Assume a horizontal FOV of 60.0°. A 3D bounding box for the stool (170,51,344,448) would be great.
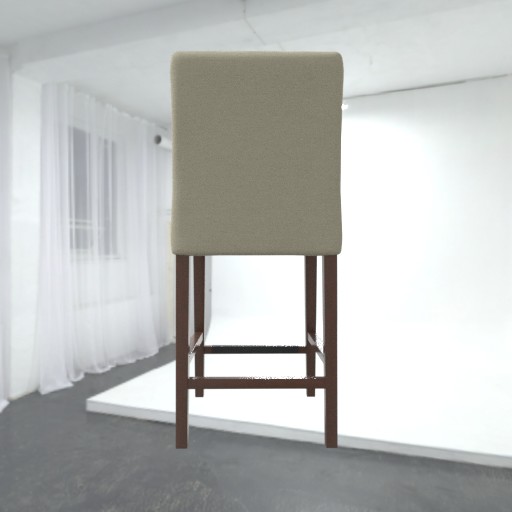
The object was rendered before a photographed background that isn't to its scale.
[{"bbox_3d":[0.000,0.000,1.314,0.470,0.981,0.577,0,0,-1],"label":"stool"}]
